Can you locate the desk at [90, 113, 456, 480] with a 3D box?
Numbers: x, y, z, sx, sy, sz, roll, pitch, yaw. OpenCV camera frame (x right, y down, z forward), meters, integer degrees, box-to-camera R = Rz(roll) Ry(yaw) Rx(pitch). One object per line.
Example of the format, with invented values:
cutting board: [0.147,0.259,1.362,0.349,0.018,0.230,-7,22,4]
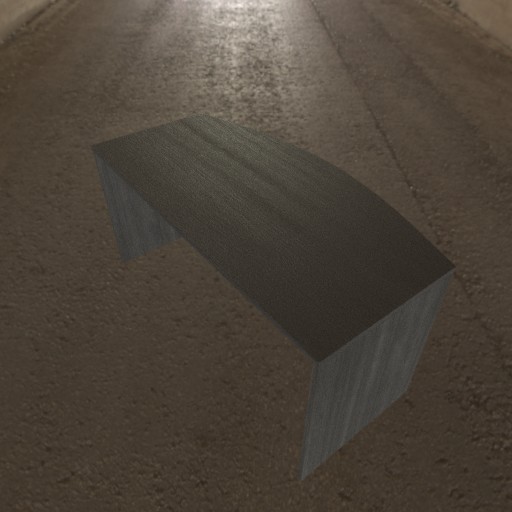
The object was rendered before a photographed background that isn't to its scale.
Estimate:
desk: [0.000,0.000,2.108,0.802,0.750,1.600,-27,47,-28]
